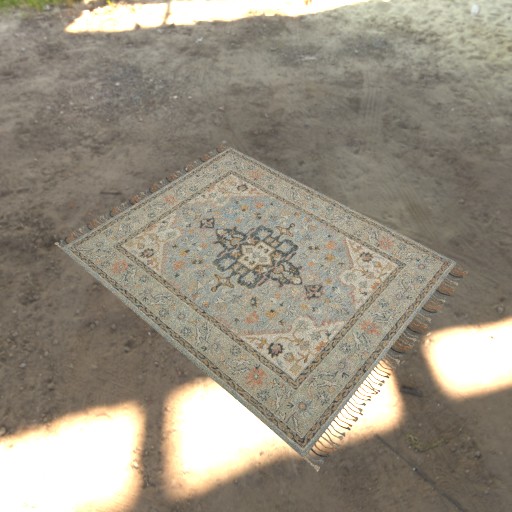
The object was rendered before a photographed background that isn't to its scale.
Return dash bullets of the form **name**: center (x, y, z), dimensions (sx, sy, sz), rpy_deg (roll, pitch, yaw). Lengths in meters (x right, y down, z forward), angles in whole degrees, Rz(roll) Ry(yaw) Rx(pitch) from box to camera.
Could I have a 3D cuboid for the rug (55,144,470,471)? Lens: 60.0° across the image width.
- **rug**: center (0.000, 0.000, 2.277), dimensions (1.730, 0.009, 1.278), rpy_deg (33, 55, 27)
